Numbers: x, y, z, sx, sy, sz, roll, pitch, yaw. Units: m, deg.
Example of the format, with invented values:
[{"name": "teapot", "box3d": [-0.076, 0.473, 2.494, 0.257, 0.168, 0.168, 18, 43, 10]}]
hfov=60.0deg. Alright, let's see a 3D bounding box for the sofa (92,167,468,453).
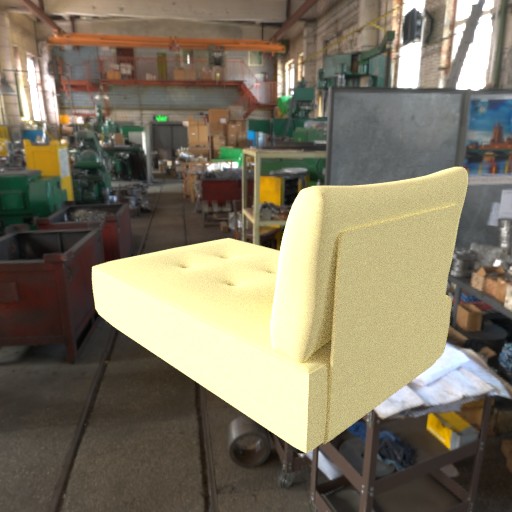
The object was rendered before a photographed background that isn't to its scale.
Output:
[{"name": "sofa", "box3d": [0.000, 0.000, 2.002, 0.930, 0.820, 1.450, -14, 21, -41]}]
